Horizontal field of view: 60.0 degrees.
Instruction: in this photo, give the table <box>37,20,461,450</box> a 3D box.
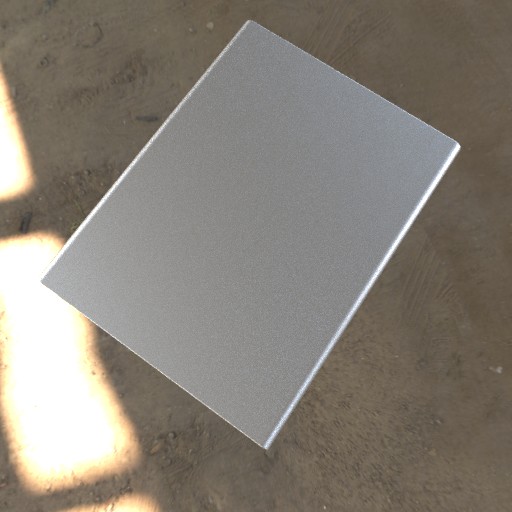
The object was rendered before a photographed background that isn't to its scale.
[{"bbox_3d":[0.000,0.000,1.367,0.584,0.876,0.762,34,79,7],"label":"table"}]
